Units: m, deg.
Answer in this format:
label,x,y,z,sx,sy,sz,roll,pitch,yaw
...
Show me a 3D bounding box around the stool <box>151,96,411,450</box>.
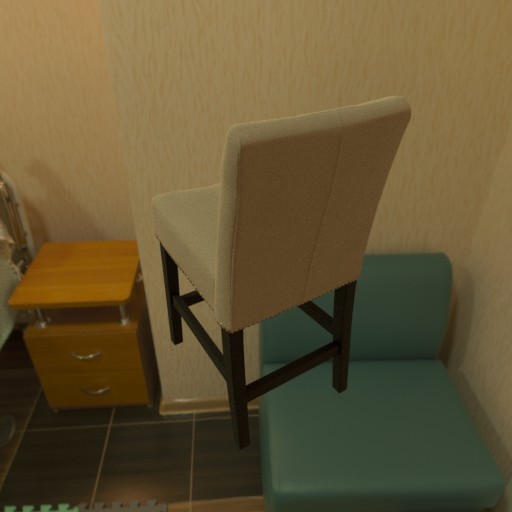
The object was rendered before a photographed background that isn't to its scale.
label,x,y,z,sx,sy,sz,roll,pitch,yaw
stool,0.000,0.000,1.215,0.427,0.885,0.571,-19,37,-28
